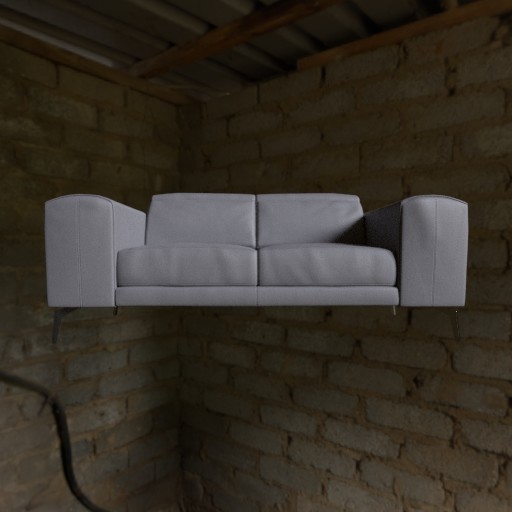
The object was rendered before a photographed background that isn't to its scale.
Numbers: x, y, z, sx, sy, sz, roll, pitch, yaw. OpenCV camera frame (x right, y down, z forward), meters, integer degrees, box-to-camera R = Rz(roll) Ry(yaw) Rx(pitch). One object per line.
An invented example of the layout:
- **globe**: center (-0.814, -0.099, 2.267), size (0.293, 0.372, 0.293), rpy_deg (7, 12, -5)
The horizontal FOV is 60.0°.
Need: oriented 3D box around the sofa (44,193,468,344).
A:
- **sofa**: center (0.000, 0.000, 2.430), size (1.895, 0.779, 1.003), rpy_deg (0, 0, -1)
